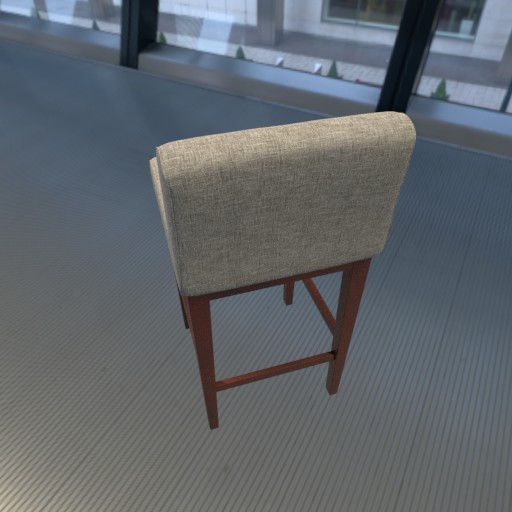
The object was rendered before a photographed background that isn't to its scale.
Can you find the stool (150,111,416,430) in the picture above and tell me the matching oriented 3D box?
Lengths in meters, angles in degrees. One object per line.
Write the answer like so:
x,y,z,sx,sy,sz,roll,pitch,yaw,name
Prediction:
0.000,0.000,1.088,0.417,0.835,0.459,-12,43,-13,stool
